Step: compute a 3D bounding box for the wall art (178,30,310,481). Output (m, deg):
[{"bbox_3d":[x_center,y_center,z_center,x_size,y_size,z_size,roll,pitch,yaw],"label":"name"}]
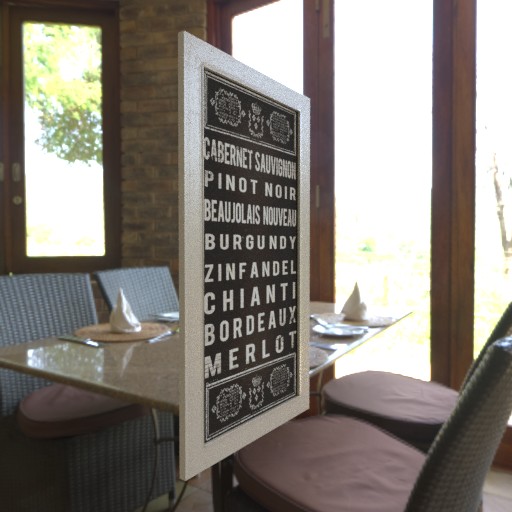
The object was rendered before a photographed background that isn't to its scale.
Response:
[{"bbox_3d":[0.000,0.000,0.827,0.013,0.683,0.380,1,2,37],"label":"wall art"}]
